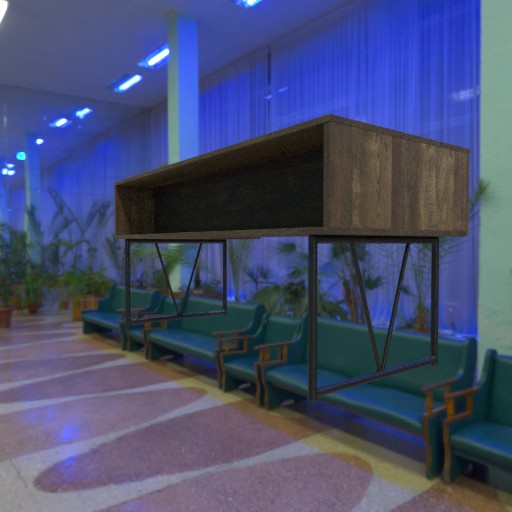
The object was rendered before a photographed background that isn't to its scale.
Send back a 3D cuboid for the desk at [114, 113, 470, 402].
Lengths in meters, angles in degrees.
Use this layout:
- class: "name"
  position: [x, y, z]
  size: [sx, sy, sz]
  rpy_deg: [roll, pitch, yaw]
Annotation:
- class: "desk"
  position: [0.000, 0.000, 2.006]
  size: [0.730, 0.780, 1.600]
  rpy_deg: [-1, 2, -37]
